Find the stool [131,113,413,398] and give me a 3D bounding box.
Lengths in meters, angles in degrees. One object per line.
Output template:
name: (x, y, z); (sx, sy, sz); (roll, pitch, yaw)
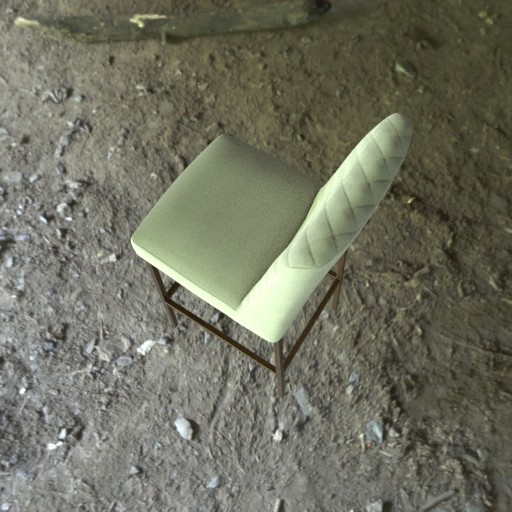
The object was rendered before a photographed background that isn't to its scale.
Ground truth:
stool: (0.000, 0.000, 1.336); (0.546, 1.084, 0.462); (30, 67, 14)
